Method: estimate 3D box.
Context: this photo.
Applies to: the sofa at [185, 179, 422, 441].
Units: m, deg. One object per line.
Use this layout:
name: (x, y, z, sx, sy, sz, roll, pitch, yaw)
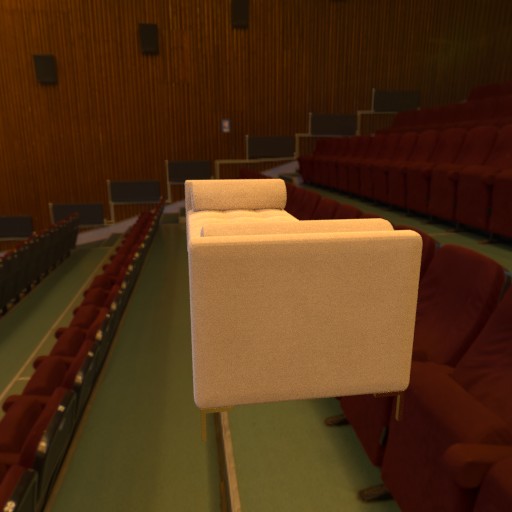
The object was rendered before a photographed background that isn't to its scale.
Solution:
sofa: (0.000, 0.000, 2.260, 0.686, 0.635, 1.981, -2, 15, -9)
